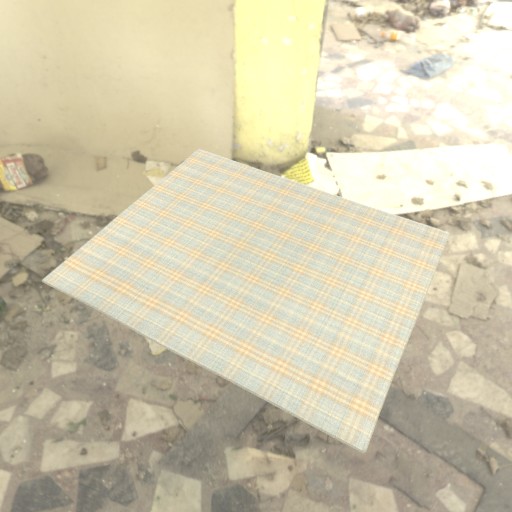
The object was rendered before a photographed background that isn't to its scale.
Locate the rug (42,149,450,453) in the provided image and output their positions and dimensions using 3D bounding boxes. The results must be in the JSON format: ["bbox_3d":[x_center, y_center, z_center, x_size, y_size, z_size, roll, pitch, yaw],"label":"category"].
[{"bbox_3d":[0.000,0.000,4.209,3.066,0.030,2.462,22,50,20],"label":"rug"}]
